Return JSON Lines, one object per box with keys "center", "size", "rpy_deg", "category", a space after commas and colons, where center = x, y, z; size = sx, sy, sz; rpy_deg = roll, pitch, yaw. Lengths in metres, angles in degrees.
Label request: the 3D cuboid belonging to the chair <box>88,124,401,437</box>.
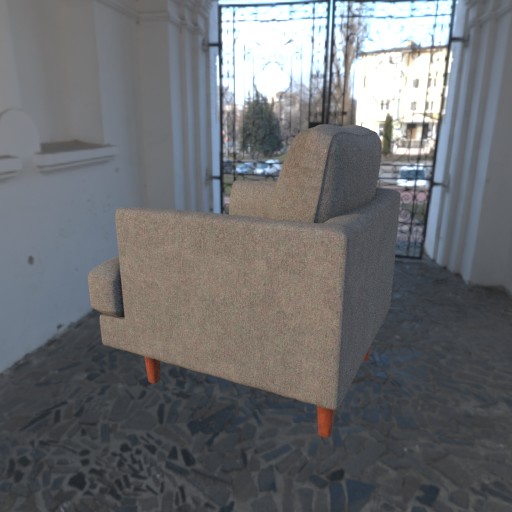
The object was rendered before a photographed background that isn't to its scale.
{"center": [0.000, 0.000, 1.677], "size": [0.899, 0.957, 0.858], "rpy_deg": [8, 19, 25], "category": "chair"}
